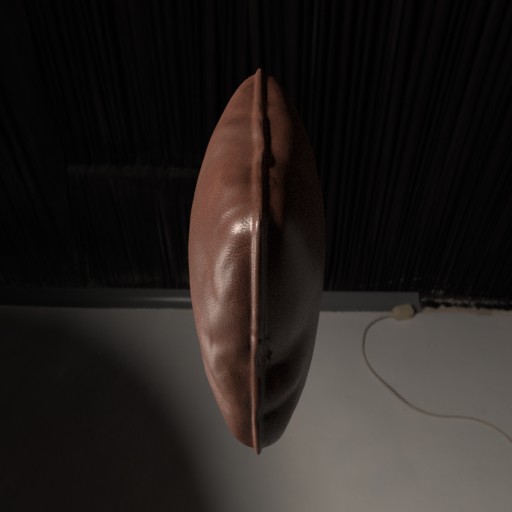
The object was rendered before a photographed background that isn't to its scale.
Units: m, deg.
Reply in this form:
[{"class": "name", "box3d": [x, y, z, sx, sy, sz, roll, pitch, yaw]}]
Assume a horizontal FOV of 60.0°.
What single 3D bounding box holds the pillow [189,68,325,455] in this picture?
[{"class": "pillow", "box3d": [0.000, 0.000, 0.817, 0.236, 0.523, 0.532, 0, 40, 0]}]
